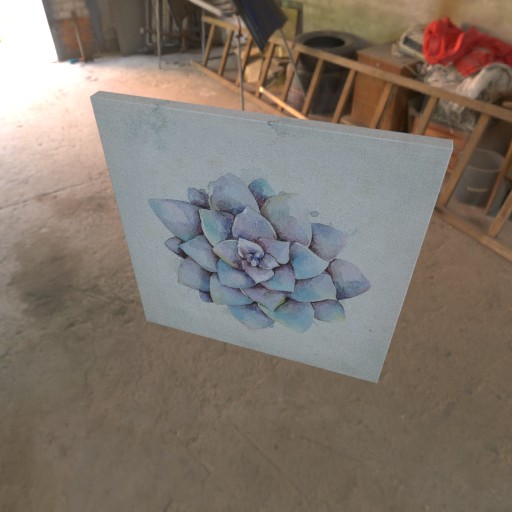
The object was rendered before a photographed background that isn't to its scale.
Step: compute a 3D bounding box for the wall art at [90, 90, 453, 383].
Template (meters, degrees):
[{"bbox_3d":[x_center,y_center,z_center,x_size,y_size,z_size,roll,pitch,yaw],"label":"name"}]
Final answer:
[{"bbox_3d":[0.000,0.000,1.155,0.762,0.762,0.038,12,43,14],"label":"wall art"}]
